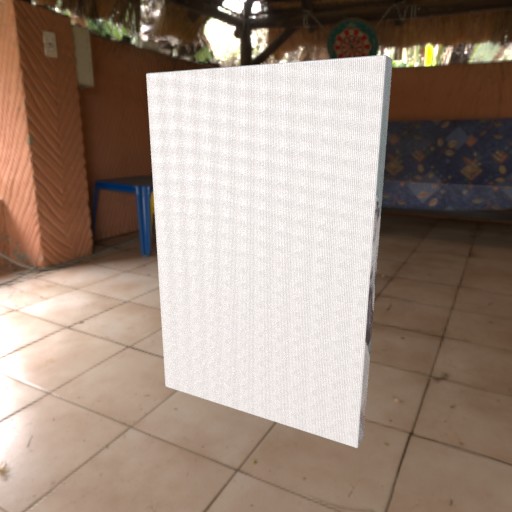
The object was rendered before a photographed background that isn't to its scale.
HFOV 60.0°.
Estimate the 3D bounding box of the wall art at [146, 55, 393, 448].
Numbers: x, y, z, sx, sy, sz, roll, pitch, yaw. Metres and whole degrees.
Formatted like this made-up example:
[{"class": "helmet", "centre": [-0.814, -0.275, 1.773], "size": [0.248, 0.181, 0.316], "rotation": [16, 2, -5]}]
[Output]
[{"class": "wall art", "centre": [0.000, 0.000, 1.149], "size": [0.609, 0.911, 0.061], "rotation": [8, 17, 27]}]
